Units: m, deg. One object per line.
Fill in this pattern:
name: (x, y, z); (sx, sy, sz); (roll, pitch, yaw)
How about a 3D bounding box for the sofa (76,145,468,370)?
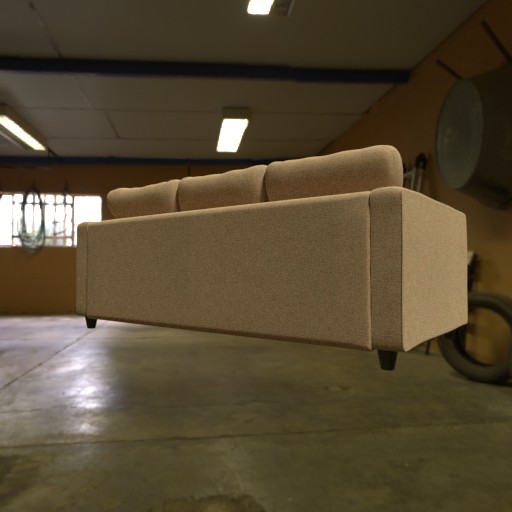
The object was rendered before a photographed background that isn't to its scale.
sofa: (0.000, 0.000, 2.314); (1.855, 0.800, 0.930); (-1, -2, 37)
